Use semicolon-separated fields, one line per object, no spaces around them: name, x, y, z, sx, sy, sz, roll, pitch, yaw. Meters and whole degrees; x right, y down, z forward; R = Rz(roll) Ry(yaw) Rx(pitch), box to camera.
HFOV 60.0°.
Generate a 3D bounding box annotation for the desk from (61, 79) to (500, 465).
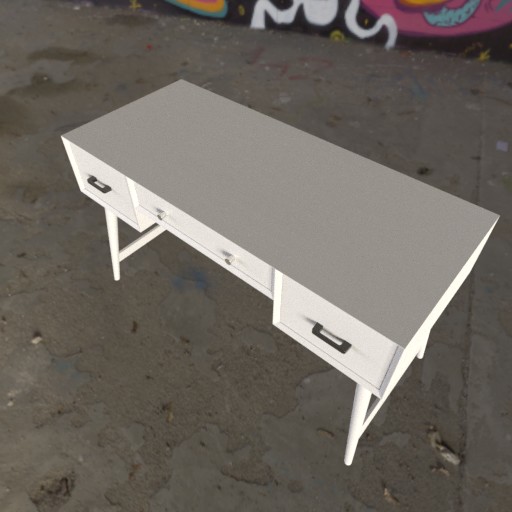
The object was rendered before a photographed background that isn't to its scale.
desk;0.000;0.000;1.670;1.313;0.762;0.589;32;54;26
